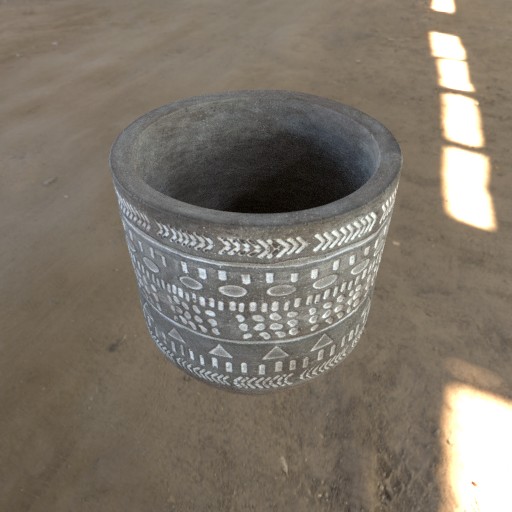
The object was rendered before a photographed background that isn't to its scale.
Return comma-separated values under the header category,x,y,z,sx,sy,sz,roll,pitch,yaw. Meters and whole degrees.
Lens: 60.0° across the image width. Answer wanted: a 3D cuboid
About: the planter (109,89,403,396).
category,x,y,z,sx,sy,sz,roll,pitch,yaw
planter,0.000,0.000,0.228,0.122,0.128,0.122,0,41,0
